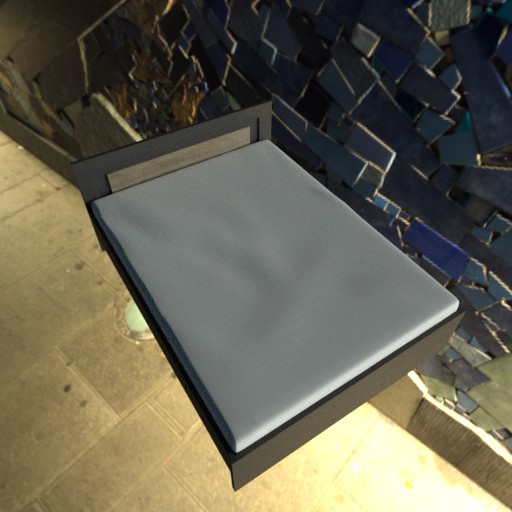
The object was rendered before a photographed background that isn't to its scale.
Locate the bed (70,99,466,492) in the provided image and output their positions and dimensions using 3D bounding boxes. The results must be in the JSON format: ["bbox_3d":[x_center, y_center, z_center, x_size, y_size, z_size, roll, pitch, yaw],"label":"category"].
[{"bbox_3d":[0.000,0.000,2.896,1.585,0.823,2.073,-25,52,-22],"label":"bed"}]
